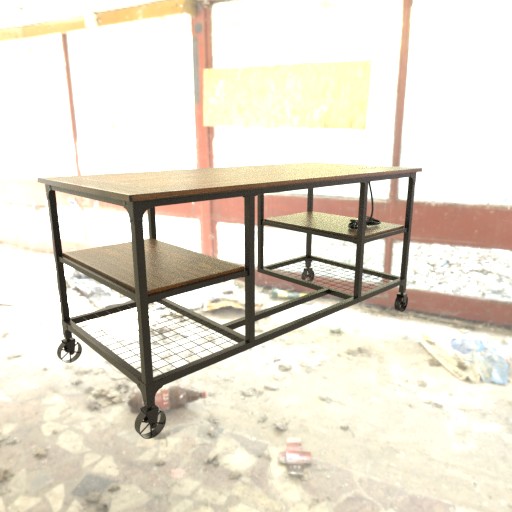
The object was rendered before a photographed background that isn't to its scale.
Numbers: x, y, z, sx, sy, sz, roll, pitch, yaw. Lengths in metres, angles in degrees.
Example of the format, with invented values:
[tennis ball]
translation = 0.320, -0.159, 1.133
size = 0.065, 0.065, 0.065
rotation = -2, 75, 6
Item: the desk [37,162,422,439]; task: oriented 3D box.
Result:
[desk]
translation = 0.000, 0.000, 2.002
size = 1.590, 0.751, 0.711
rotation = -14, 20, -41
